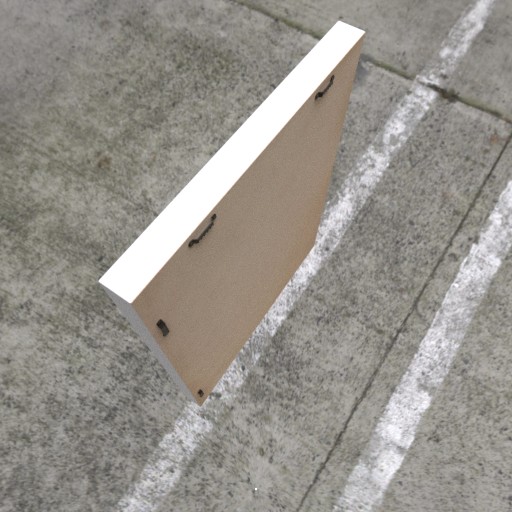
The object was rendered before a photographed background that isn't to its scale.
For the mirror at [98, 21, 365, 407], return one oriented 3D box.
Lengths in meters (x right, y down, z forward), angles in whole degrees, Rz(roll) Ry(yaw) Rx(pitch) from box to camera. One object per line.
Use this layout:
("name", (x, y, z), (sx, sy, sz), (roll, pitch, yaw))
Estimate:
("mirror", (0.000, 0.000, 0.662), (0.041, 0.508, 0.405), (31, 66, 15))
